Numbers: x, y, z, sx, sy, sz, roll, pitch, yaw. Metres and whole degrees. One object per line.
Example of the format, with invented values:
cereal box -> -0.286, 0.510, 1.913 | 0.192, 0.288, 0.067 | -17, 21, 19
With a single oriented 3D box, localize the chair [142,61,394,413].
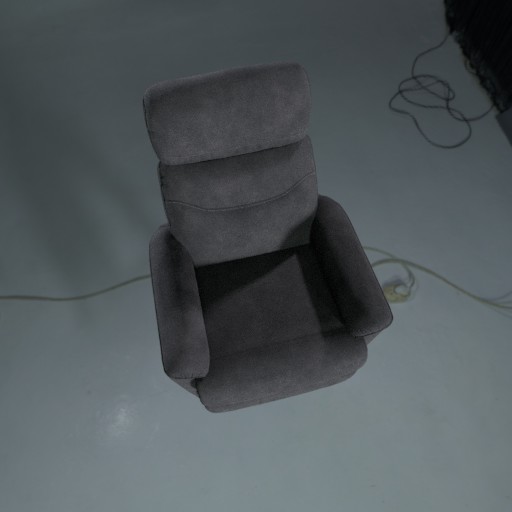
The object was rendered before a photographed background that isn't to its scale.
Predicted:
chair -> 0.000, 0.000, 1.760 | 0.830, 1.035, 1.009 | -12, 63, -6
